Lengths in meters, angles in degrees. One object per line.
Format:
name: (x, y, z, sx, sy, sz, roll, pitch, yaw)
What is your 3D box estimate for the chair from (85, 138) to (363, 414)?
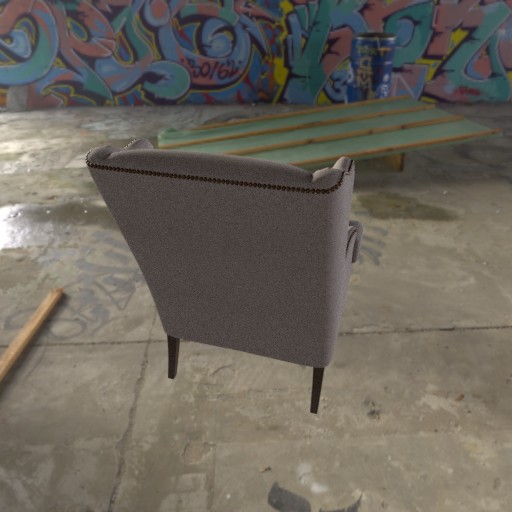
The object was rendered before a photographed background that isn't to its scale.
chair: (0.000, 0.000, 1.688, 0.737, 1.029, 0.940, 9, 32, 15)
